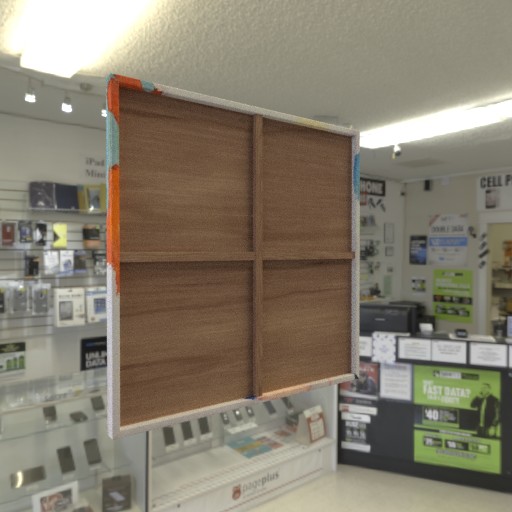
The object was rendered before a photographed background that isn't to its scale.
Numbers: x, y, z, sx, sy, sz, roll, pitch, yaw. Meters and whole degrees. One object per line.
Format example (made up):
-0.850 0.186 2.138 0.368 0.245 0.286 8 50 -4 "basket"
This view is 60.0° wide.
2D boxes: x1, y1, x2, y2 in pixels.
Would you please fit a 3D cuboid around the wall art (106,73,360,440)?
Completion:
0.000 0.000 1.233 0.814 0.814 0.037 -1 1 -36 "wall art"
